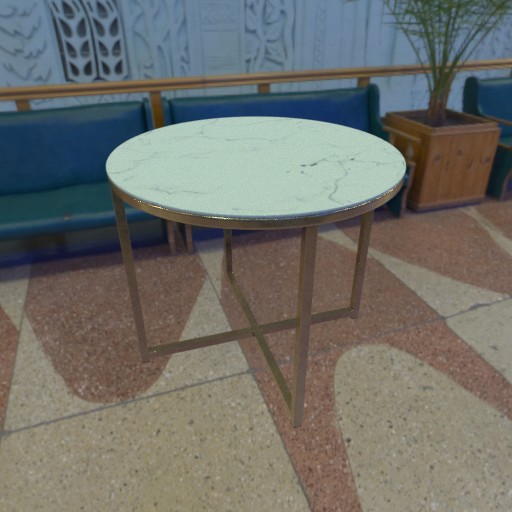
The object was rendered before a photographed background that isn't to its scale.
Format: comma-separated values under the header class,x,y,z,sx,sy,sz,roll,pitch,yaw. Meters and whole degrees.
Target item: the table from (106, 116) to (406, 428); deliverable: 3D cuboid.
class,x,y,z,sx,sy,sz,roll,pitch,yaw
table,0.000,0.000,0.876,0.500,0.420,0.500,0,31,0
